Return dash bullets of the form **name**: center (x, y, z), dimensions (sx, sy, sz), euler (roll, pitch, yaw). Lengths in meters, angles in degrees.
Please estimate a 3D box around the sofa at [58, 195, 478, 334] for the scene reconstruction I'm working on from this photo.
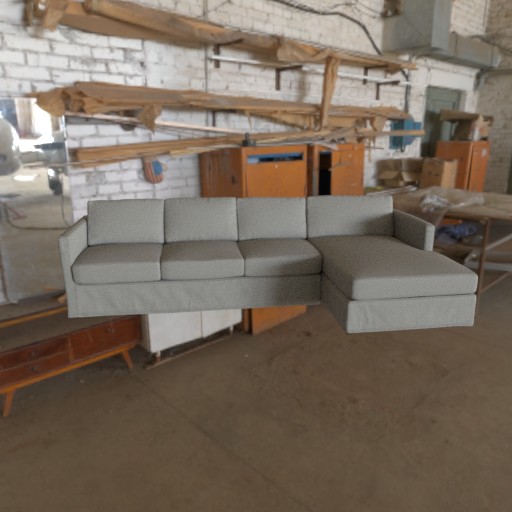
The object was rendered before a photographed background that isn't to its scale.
- **sofa**: center (0.000, 0.000, 3.854), dimensions (3.177, 0.867, 1.622), euler (-2, 16, -8)
